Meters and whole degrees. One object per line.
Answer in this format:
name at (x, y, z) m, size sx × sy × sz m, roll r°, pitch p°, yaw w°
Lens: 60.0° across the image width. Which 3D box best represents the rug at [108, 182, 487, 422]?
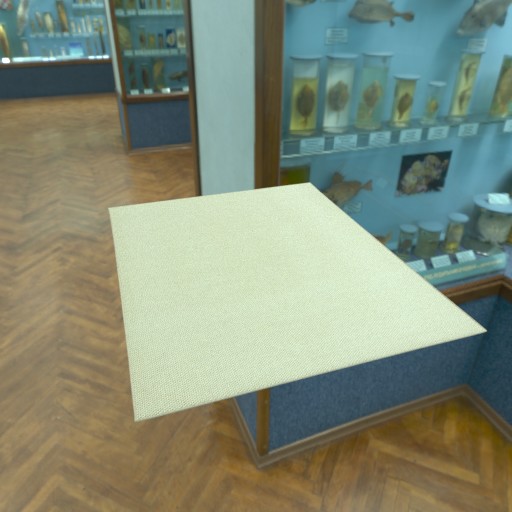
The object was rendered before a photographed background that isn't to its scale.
rug at (0.000, 0.000, 4.043) m, size 2.462 × 0.018 × 3.039 m, roll -10°, pitch 32°, yaw -16°
